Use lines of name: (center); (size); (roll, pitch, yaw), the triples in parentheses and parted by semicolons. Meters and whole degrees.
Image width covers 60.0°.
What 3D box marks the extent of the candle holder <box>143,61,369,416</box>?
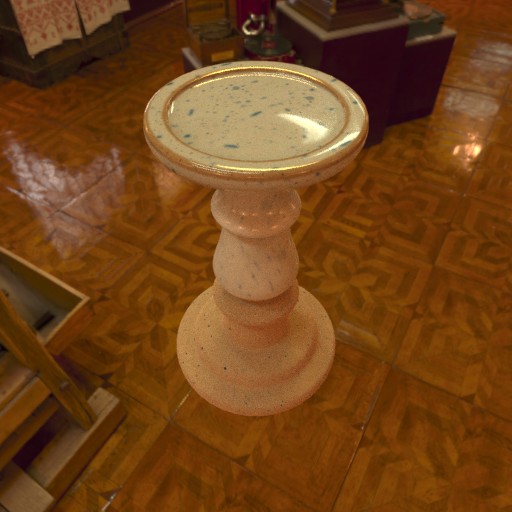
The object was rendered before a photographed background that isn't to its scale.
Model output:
candle holder: (0.000, 0.000, 0.278); (0.123, 0.202, 0.123); (0, 47, 0)
